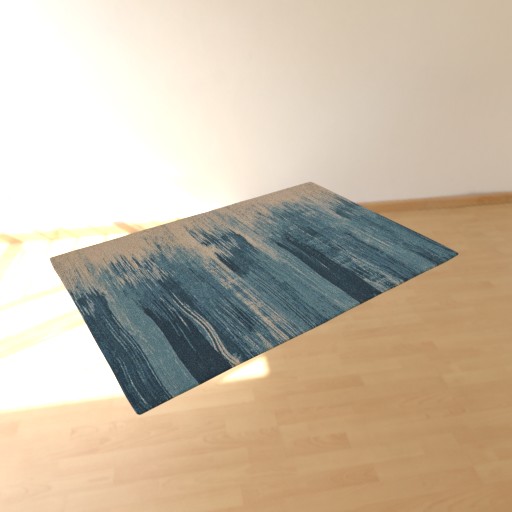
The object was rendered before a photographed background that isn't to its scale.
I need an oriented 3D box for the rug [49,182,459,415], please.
[{"bbox_3d":[0.000,0.000,2.369,1.836,0.009,1.232,-20,37,-29],"label":"rug"}]
